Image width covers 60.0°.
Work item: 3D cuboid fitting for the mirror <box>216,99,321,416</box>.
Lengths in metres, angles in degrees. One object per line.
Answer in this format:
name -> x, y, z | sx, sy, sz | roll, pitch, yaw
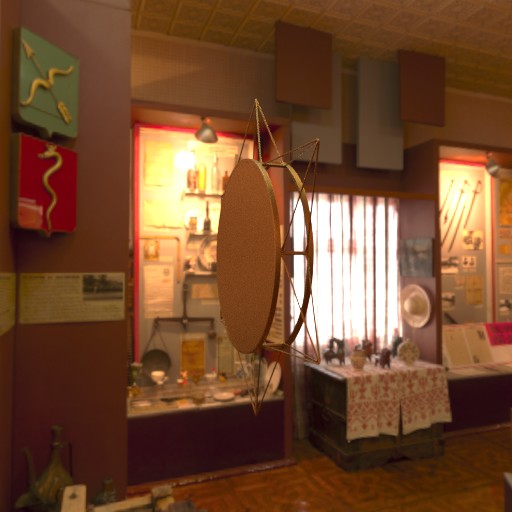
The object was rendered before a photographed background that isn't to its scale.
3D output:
mirror -> 0.000, 0.000, 0.811 | 0.062, 0.581, 0.498 | 1, -2, -19
